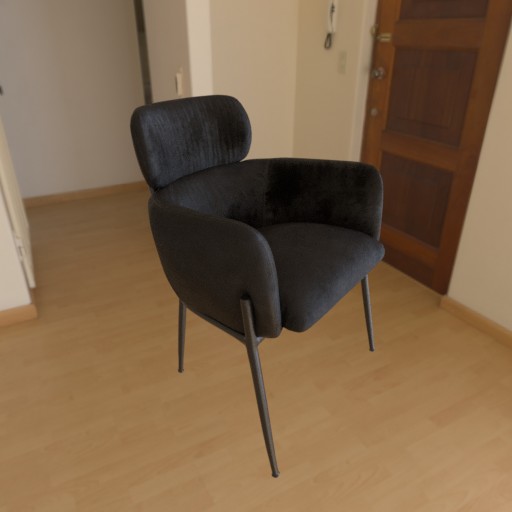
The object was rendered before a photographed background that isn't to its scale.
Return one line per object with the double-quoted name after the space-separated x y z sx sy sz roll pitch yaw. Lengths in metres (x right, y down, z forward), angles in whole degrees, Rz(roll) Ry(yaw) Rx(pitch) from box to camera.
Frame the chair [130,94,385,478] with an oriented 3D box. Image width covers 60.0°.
0.000 0.000 1.281 0.604 0.818 0.640 18 32 32 "chair"
